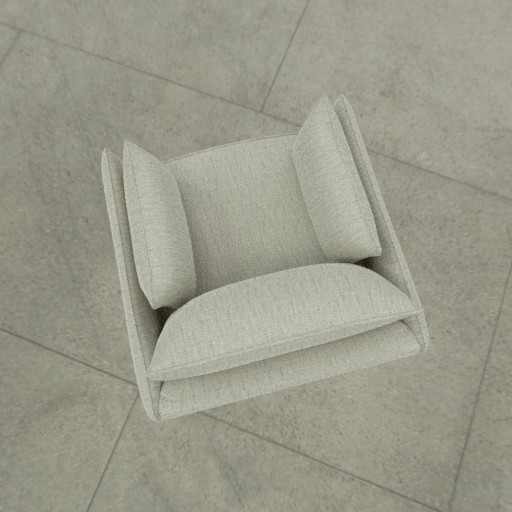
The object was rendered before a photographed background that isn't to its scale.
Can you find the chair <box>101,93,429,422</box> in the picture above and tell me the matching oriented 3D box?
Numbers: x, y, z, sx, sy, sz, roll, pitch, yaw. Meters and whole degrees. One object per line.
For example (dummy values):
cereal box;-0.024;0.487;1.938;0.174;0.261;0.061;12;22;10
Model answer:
chair;0.000;0.000;1.711;0.994;0.855;0.991;-14;76;-3
